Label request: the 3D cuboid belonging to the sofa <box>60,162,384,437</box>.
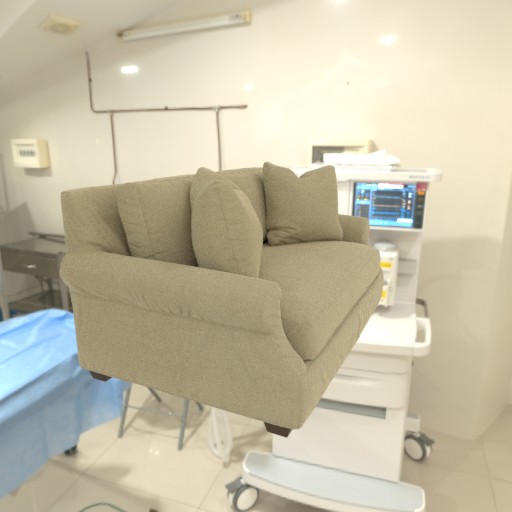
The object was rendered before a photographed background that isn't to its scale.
[{"bbox_3d":[0.000,0.000,2.235,1.070,0.905,1.550,7,16,25],"label":"sofa"}]
